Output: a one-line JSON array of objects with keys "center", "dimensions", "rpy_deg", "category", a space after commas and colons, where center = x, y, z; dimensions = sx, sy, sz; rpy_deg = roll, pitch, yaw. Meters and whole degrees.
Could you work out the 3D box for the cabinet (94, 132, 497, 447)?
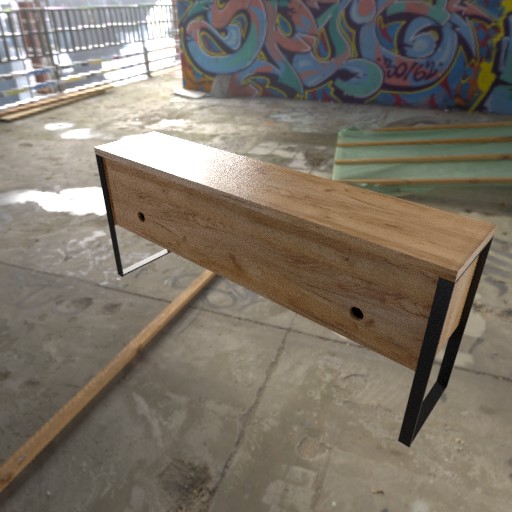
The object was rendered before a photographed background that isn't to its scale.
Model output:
[{"center": [0.000, 0.000, 2.055], "dimensions": [1.800, 0.762, 0.395], "rpy_deg": [23, 38, 34], "category": "cabinet"}]
